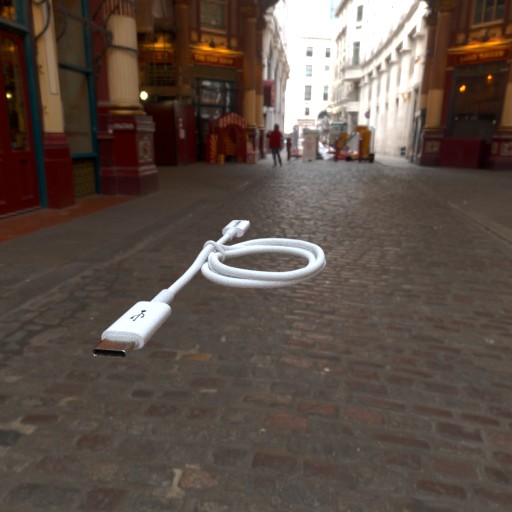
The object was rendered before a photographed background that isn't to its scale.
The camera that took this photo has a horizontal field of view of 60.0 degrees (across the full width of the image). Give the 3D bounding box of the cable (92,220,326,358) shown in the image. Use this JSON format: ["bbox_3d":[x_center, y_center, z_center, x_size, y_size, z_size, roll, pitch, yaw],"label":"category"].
[{"bbox_3d":[0.000,0.000,0.223,0.070,0.014,0.203,2,16,9],"label":"cable"}]
